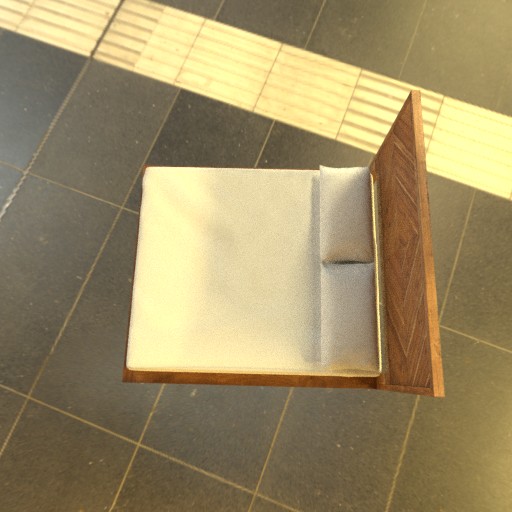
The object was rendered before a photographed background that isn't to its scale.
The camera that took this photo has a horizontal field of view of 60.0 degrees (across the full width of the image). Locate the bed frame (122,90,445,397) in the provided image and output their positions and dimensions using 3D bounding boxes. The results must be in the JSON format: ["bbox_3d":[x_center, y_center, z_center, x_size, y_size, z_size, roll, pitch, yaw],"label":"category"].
[{"bbox_3d":[0.000,0.000,3.567,2.235,1.537,2.038,1,75,0],"label":"bed frame"}]
